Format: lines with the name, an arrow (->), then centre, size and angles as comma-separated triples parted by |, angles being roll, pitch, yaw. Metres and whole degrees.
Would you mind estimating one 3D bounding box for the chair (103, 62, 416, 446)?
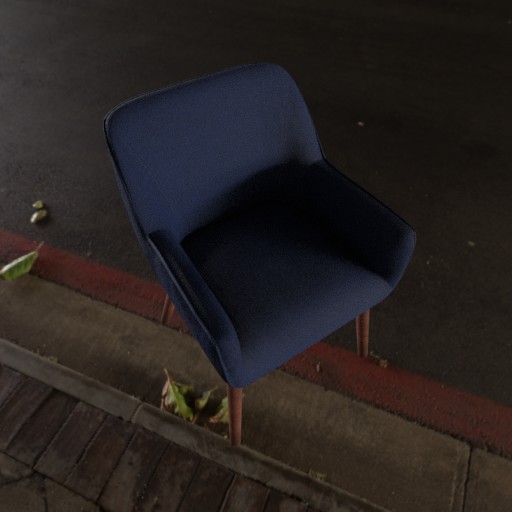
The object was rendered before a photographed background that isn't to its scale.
chair -> 0.000, 0.000, 1.265 | 0.600, 0.820, 0.600 | -27, 53, -23
